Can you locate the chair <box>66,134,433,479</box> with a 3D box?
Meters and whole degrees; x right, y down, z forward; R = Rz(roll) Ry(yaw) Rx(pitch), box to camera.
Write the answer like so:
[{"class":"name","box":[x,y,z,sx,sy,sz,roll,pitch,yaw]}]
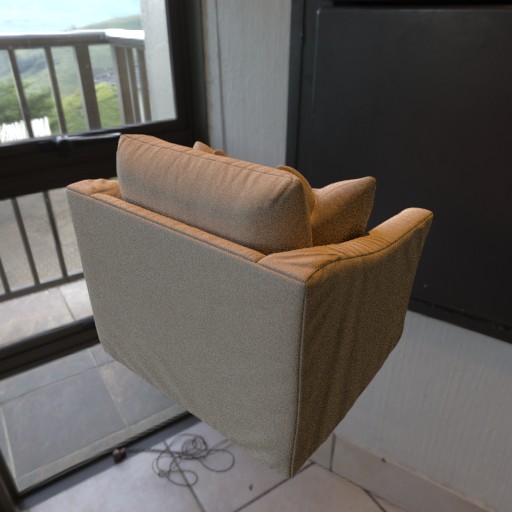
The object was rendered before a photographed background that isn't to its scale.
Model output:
[{"class":"chair","box":[0.000,0.000,2.006,1.194,1.093,1.071,21,36,33]}]
